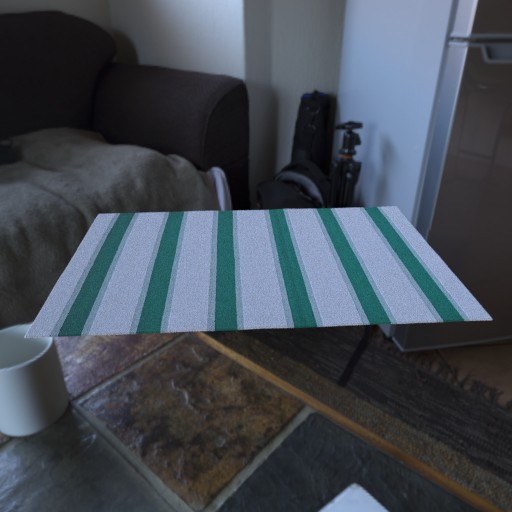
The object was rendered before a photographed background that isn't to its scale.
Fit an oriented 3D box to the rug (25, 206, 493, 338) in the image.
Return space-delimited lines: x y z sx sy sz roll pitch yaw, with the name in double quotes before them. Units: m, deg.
"rug" 0.000 0.000 2.954 2.436 0.015 1.521 -2 30 -3
